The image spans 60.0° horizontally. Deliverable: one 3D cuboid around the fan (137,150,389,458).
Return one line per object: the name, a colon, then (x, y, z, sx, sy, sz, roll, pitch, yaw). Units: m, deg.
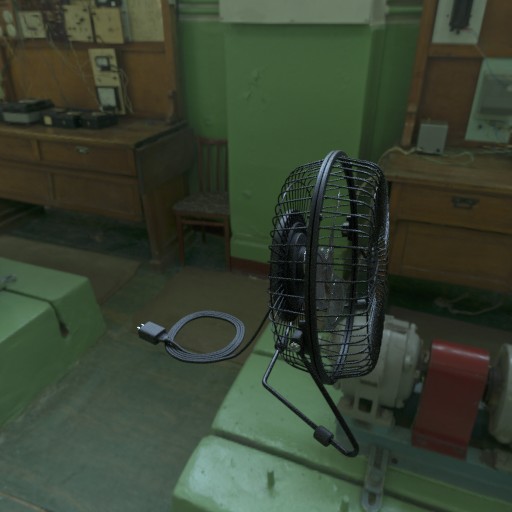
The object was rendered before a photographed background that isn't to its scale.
fan: (0.000, 0.000, 0.380, 0.227, 0.188, 0.209, 10, 30, 17)
